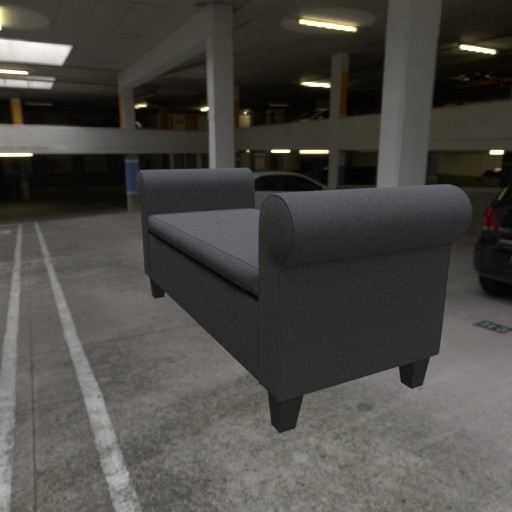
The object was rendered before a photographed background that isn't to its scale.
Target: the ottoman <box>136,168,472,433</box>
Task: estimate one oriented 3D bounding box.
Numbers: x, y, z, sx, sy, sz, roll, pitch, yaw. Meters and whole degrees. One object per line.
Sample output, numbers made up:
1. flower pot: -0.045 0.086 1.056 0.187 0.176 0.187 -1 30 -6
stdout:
1. ottoman: 0.000 0.000 1.526 0.521 0.547 1.256 -7 15 -27
